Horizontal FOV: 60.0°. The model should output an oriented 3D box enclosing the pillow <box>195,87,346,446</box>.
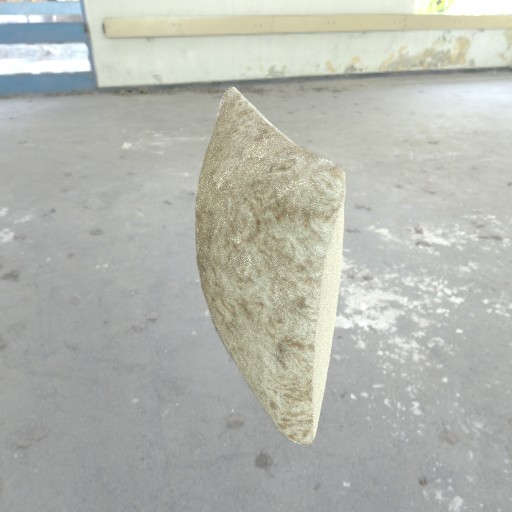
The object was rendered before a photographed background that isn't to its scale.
[{"bbox_3d":[0.000,0.000,0.830,0.216,0.525,0.538,-8,32,-13],"label":"pillow"}]
